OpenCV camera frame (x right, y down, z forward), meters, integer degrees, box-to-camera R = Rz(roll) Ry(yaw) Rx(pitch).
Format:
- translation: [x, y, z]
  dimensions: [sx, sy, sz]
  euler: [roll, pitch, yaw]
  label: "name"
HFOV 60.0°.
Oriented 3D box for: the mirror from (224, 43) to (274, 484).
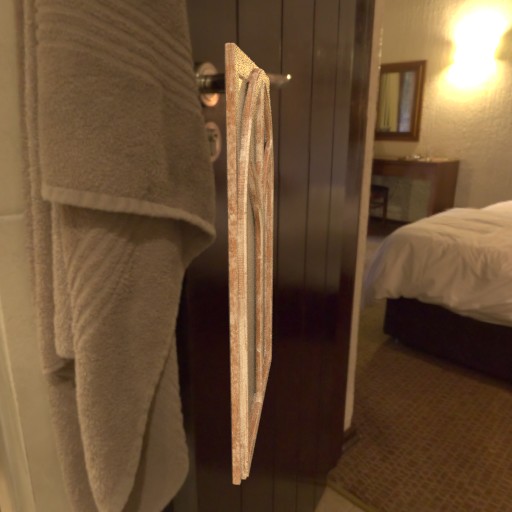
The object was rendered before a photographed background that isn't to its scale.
- translation: [0.000, 0.000, 0.989]
  dimensions: [0.058, 0.787, 0.495]
  euler: [2, 16, 7]
  label: "mirror"
